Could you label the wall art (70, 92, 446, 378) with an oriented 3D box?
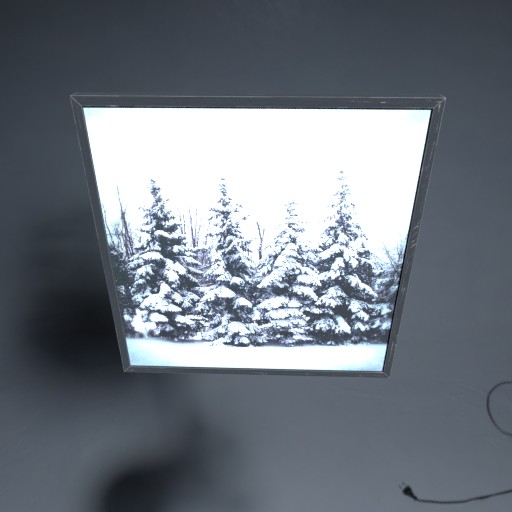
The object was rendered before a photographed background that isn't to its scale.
[{"bbox_3d":[0.000,0.000,1.099,0.761,0.761,0.037,1,29,2],"label":"wall art"}]
